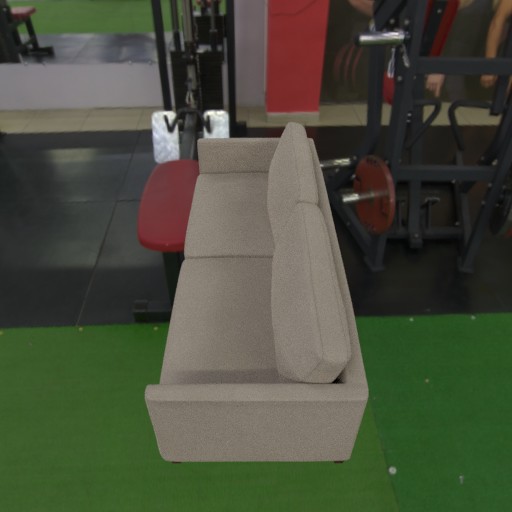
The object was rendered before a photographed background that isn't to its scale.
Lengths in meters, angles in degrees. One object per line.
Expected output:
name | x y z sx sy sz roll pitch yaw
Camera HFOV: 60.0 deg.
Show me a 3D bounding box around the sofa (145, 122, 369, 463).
sofa | 0.000 0.000 2.895 0.988 0.912 2.404 0 41 0
